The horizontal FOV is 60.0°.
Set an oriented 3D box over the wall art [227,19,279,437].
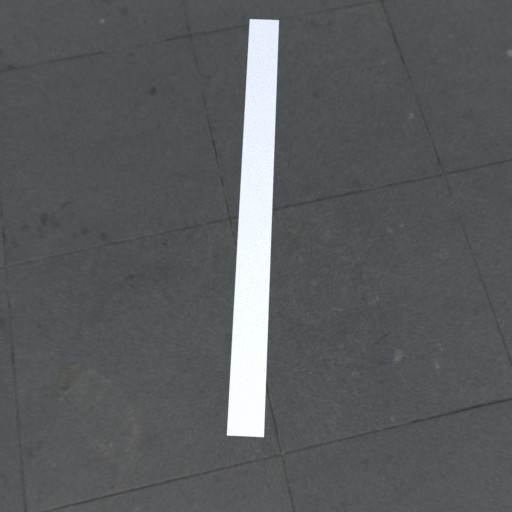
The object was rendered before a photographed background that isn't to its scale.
[{"bbox_3d":[0.000,0.000,0.761,0.038,0.508,0.507,2,76,1],"label":"wall art"}]
